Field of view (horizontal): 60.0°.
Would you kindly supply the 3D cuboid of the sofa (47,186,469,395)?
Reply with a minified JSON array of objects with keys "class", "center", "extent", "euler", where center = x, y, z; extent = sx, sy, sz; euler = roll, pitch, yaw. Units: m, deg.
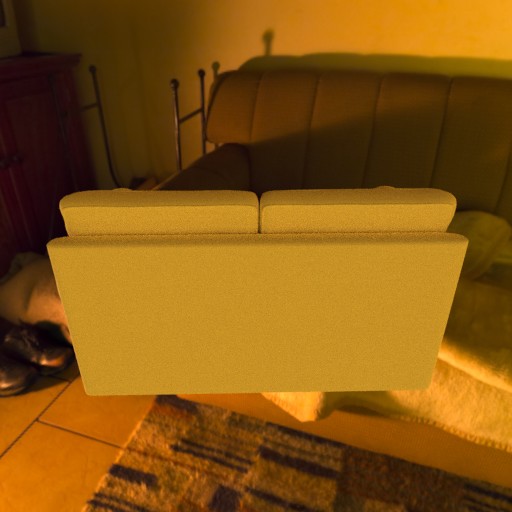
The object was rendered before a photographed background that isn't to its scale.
[{"class":"sofa","center":[0.000,0.000,2.282],"extent":[1.727,0.940,0.991],"euler":[-1,29,-1]}]
